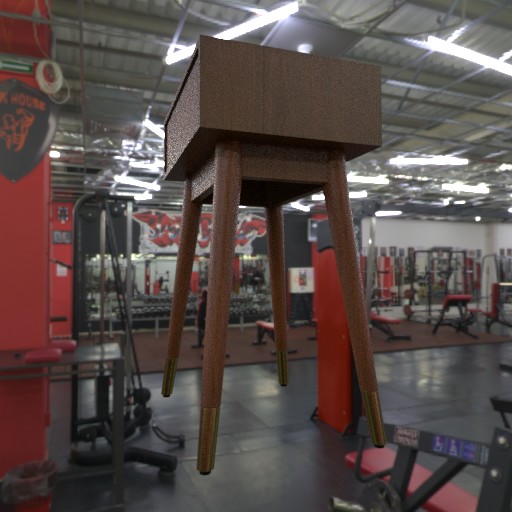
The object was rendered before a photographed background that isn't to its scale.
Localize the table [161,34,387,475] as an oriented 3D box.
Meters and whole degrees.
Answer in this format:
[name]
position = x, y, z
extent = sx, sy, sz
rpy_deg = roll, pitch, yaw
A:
[table]
position = 0.000, 0.000, 0.832
extent = 0.300, 0.599, 0.406
rpy_deg = 1, -2, -19
